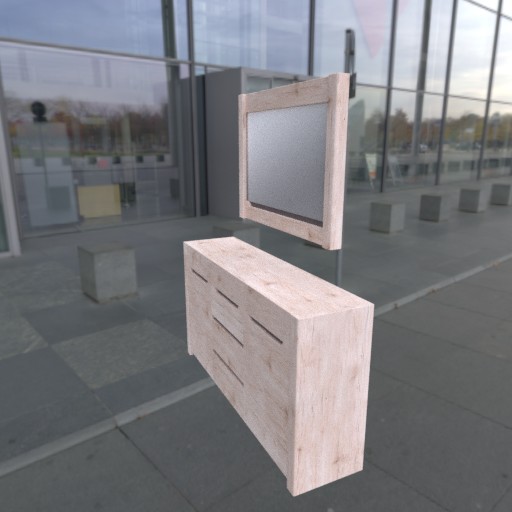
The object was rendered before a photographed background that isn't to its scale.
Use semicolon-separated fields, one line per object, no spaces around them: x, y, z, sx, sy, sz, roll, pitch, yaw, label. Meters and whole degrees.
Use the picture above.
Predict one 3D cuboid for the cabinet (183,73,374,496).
0.000;0.000;2.731;0.420;1.981;1.700;-7;16;-25;cabinet
